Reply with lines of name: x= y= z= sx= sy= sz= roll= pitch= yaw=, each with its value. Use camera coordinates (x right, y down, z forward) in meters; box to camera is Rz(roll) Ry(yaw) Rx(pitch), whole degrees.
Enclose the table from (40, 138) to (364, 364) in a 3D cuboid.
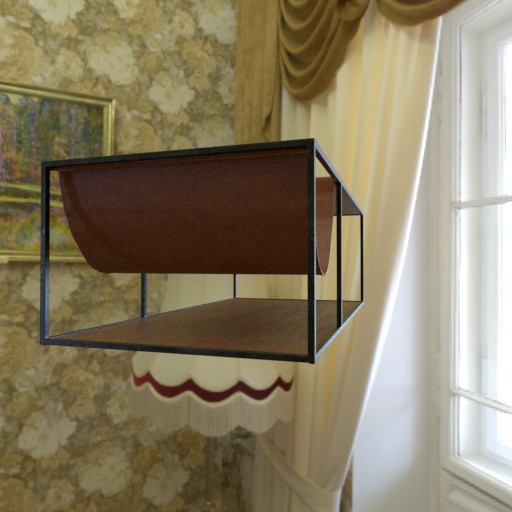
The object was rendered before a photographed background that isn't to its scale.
table: x=0.000 y=0.000 z=1.439 sx=0.597 sy=0.403 sz=1.199 roll=0 pitch=-1 yaw=18
